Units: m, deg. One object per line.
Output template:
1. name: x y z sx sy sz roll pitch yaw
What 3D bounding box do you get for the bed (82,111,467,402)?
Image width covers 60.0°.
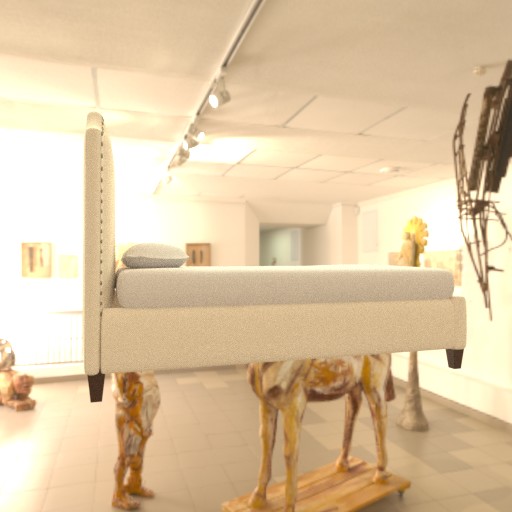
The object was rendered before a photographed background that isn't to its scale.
1. bed: 0.000 0.000 3.338 2.372 1.497 1.712 0 -1 -18
